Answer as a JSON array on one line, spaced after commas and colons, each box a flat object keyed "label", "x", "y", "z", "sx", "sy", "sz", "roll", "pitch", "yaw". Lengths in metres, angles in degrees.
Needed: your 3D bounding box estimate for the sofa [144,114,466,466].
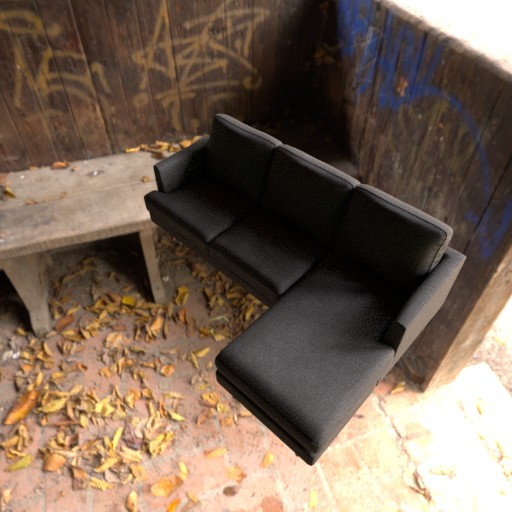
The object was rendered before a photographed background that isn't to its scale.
[{"label": "sofa", "x": 0.000, "y": 0.000, "z": 3.073, "sx": 2.233, "sy": 0.956, "sz": 1.504, "roll": 34, "pitch": 56, "yaw": 28}]
